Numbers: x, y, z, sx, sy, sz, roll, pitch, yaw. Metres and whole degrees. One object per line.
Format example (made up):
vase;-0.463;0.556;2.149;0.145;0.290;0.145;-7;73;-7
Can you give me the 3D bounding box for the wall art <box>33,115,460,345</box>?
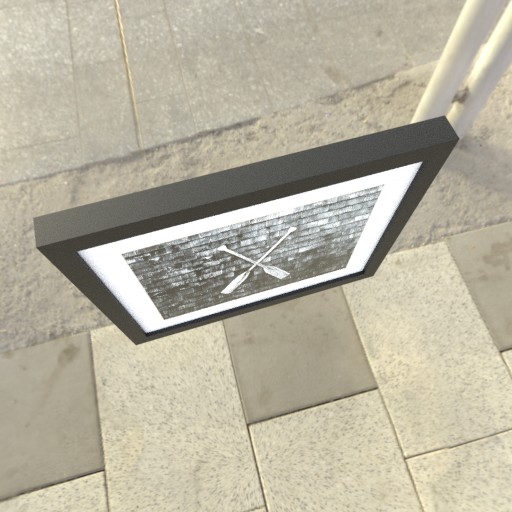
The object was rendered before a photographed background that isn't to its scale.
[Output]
wall art;0.000;0.000;0.538;0.381;0.330;0.029;-15;66;-7
